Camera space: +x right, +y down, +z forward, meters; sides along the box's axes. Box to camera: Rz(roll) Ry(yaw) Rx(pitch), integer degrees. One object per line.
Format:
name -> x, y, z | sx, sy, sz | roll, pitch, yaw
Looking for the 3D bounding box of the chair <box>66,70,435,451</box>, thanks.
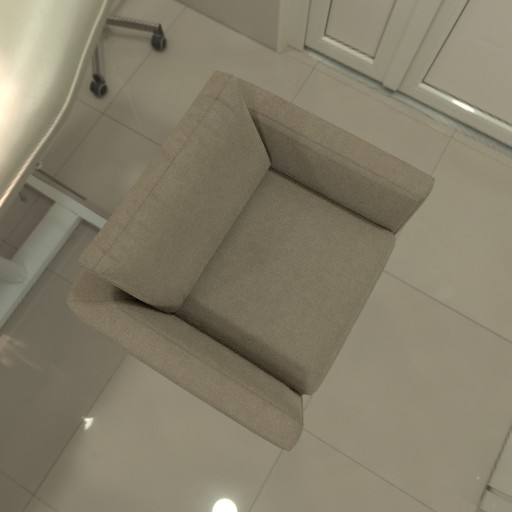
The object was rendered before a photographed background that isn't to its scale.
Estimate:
chair -> 0.000, 0.000, 1.660 | 0.889, 0.864, 1.041 | 30, 77, 7
